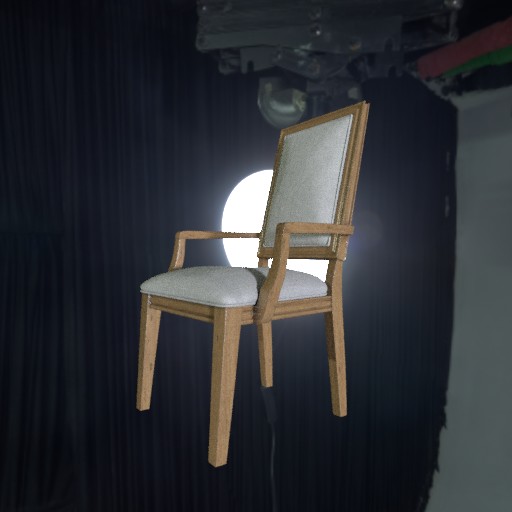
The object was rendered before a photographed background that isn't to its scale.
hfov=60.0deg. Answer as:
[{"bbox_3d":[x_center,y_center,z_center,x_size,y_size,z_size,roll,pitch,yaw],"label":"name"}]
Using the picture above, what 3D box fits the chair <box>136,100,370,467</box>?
[{"bbox_3d":[0.000,0.000,1.418,0.602,0.990,0.606,0,1,-36],"label":"chair"}]
